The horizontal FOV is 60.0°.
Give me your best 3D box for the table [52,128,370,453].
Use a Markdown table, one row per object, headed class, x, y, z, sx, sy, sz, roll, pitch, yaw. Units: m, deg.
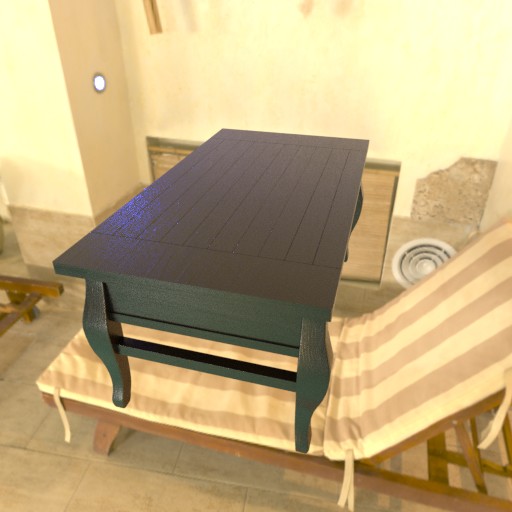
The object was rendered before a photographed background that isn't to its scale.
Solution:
| class | x | y | z | sx | sy | sz | roll | pitch | yaw |
| --- | --- | --- | --- | --- | --- | --- | --- | --- | --- |
| table | 0.000 | 0.000 | 1.420 | 0.600 | 0.494 | 1.062 | 8 | 32 | 13 |
